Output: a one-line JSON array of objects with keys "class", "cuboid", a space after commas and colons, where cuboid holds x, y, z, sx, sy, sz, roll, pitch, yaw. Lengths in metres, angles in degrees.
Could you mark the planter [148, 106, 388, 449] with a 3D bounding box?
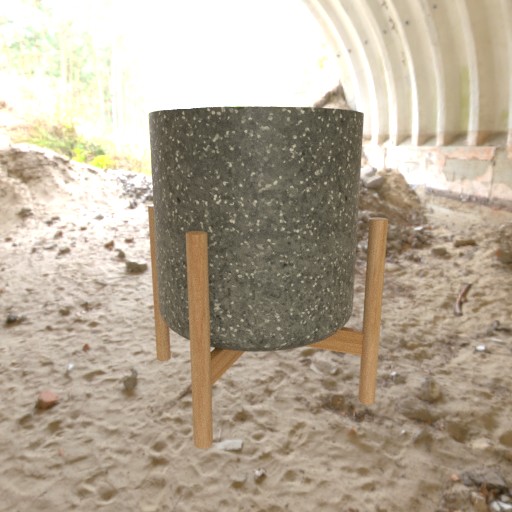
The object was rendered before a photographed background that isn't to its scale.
[{"class": "planter", "cuboid": [0.000, 0.000, 0.691, 0.360, 0.419, 0.360, 14, 19, 43]}]
